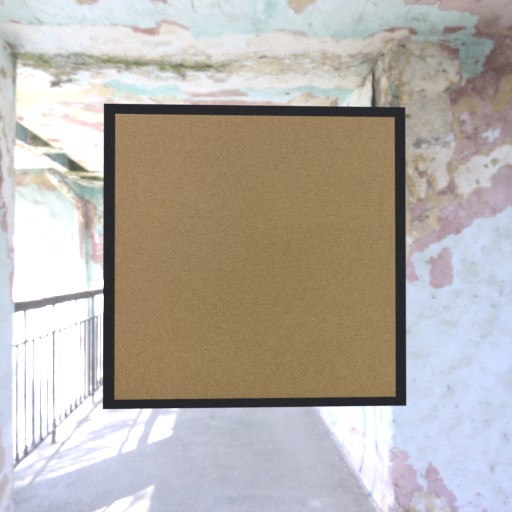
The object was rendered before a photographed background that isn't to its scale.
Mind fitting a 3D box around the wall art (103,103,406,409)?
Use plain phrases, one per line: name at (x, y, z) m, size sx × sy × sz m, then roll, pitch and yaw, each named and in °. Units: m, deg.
wall art at (0.000, 0.000, 0.760) m, size 0.508 × 0.507 × 0.033 m, roll 0°, pitch -1°, yaw -2°
